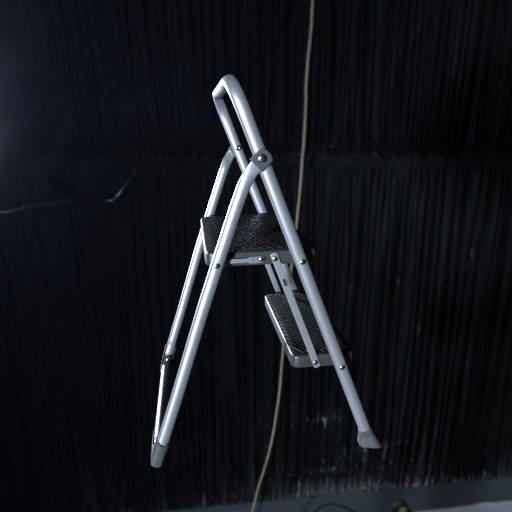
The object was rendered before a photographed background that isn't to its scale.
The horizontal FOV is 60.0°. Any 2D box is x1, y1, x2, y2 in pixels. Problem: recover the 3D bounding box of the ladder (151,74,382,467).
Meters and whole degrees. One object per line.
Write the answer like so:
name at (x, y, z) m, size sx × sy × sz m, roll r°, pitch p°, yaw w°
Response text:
ladder at (0.000, 0.000, 0.985) m, size 0.472 × 0.720 × 0.430 m, roll -2°, pitch 16°, yaw -8°
